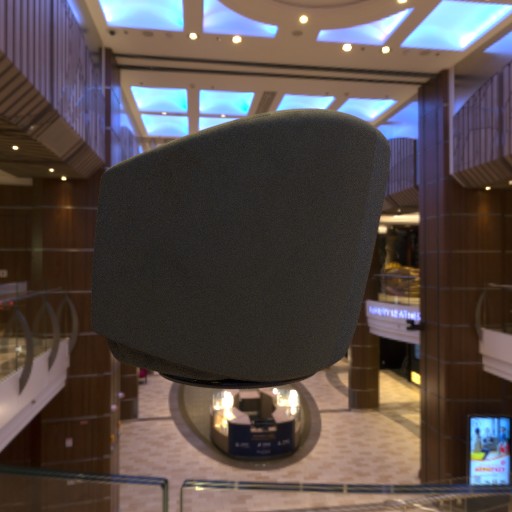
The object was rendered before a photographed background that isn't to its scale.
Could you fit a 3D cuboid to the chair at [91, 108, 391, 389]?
[{"bbox_3d":[0.000,0.000,1.359,0.767,0.698,0.773,-1,-1,36],"label":"chair"}]
